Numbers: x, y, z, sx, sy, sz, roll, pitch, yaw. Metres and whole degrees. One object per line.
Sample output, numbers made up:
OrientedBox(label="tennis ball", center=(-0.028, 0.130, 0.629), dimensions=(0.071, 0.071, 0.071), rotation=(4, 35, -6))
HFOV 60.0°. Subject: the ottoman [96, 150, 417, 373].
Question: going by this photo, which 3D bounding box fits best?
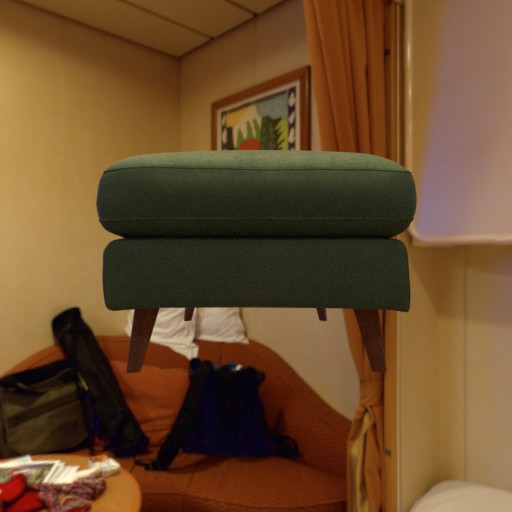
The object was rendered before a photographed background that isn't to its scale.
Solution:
OrientedBox(label="ottoman", center=(0.000, 0.000, 1.199), dimensions=(0.608, 0.449, 0.811), rotation=(0, 0, 0))
